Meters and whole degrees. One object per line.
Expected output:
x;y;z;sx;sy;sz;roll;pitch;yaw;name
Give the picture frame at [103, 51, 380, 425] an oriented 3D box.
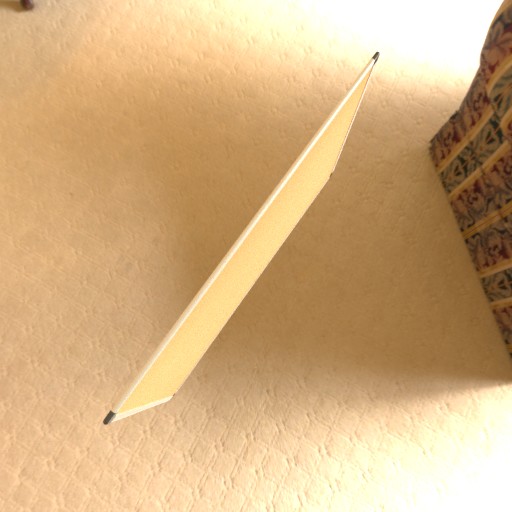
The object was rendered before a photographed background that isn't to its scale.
0.000;0.000;1.127;0.010;0.600;0.900;34;78;8;picture frame
